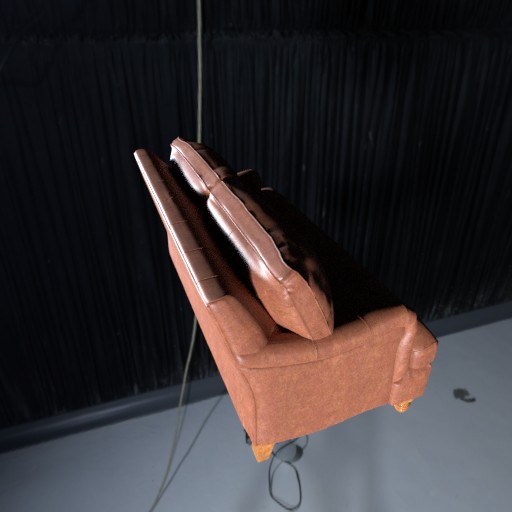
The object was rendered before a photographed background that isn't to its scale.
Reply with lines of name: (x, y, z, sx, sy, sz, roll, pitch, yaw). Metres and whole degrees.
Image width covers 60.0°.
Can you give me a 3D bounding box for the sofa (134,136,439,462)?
sofa: (0.000, 0.000, 2.796, 1.147, 1.071, 2.144, -11, 31, -18)
